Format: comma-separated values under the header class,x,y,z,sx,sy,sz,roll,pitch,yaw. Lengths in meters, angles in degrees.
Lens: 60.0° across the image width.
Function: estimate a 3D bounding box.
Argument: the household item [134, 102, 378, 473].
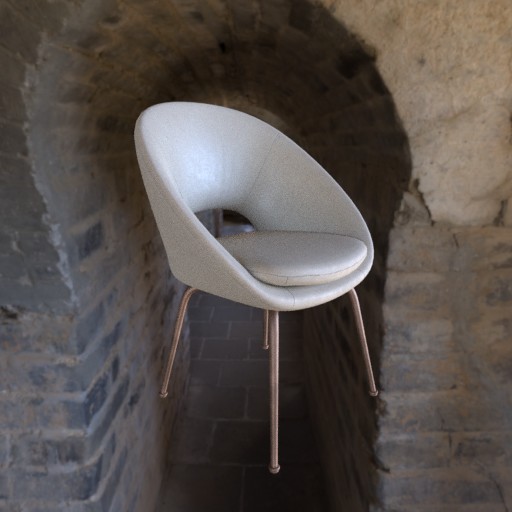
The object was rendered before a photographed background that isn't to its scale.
class,x,y,z,sx,sy,sz,roll,pitch,yaw
household item,0.000,0.000,1.252,0.573,0.852,0.623,14,20,42
